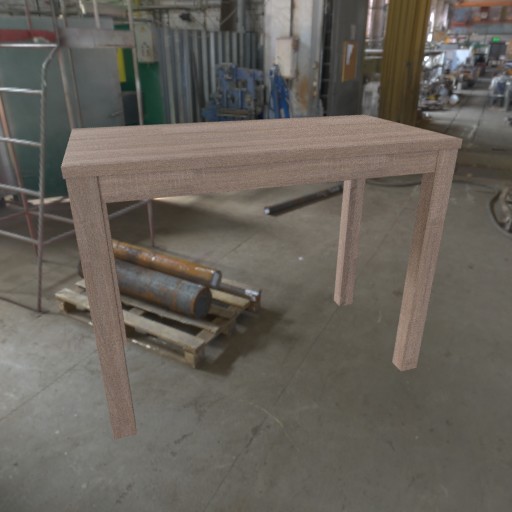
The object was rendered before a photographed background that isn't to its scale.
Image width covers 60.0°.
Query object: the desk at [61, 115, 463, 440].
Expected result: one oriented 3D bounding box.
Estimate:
[{"bbox_3d":[0.000,0.000,1.410,0.991,0.762,0.495,-8,26,-16],"label":"desk"}]
